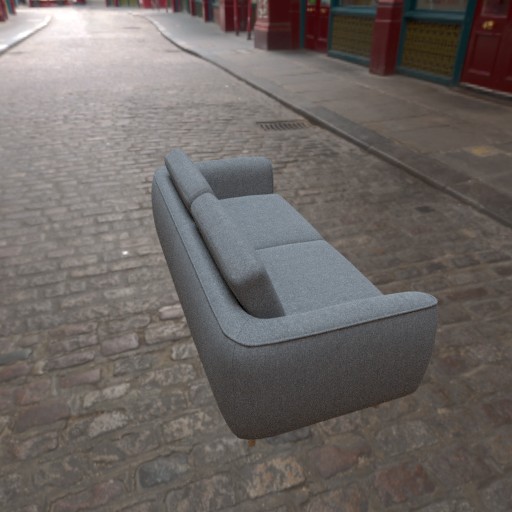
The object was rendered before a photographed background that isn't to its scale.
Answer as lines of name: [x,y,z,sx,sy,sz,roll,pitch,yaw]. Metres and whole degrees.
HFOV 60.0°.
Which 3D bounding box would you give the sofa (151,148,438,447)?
sofa: [0.000,0.000,2.462,0.920,0.870,2.000,-10,32,-17]
